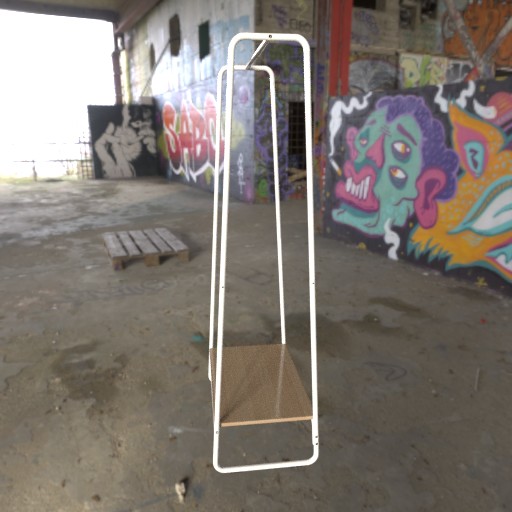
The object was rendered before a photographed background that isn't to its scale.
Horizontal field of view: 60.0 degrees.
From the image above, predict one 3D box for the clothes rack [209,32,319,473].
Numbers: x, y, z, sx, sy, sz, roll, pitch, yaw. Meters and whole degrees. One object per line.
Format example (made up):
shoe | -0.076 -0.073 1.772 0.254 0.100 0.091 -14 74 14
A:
clothes rack | 0.000 0.000 1.773 0.400 1.500 0.640 -2 15 -7
